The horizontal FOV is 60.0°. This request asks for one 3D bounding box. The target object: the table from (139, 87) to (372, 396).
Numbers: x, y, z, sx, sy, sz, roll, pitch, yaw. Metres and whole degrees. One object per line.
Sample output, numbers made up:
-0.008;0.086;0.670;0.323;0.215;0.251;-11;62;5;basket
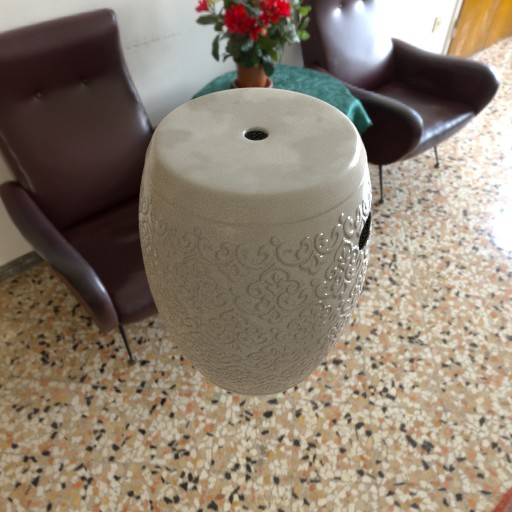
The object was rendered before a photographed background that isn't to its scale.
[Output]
0.000;0.000;0.636;0.309;0.397;0.309;0;46;0;table
